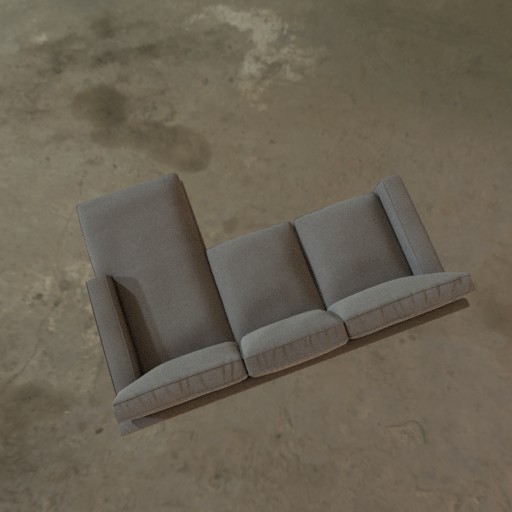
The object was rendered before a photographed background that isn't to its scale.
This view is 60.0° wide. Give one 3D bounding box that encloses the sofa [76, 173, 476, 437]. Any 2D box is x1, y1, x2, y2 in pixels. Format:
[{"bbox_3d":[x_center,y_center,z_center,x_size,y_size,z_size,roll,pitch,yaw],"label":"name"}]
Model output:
[{"bbox_3d":[0.000,0.000,2.841,2.087,0.861,1.496,-19,78,-4],"label":"sofa"}]
